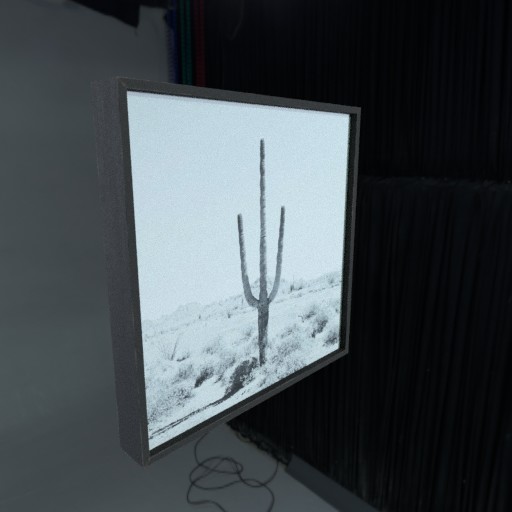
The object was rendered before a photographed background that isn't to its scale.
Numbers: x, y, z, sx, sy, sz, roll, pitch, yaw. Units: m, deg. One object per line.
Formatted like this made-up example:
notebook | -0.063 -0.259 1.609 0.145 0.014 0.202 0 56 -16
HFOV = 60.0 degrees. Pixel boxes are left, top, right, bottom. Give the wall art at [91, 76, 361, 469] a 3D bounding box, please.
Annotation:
wall art | 0.000 0.000 0.451 0.038 0.305 0.305 13 18 43
